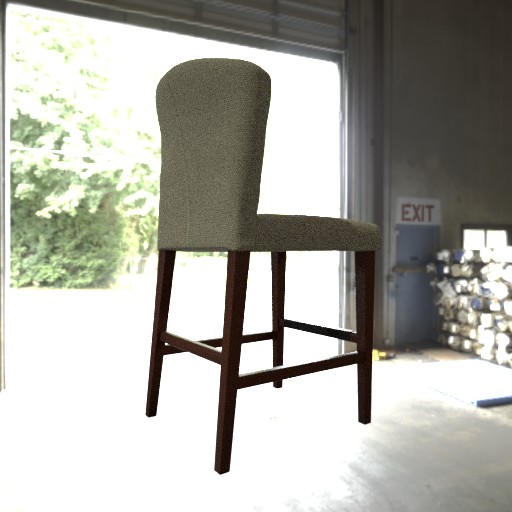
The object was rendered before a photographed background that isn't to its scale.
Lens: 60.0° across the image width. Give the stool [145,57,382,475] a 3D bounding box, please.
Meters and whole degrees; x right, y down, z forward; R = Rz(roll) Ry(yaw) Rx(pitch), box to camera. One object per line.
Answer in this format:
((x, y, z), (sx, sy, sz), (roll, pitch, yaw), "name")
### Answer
((0.000, 0.000, 1.307), (0.568, 0.969, 0.481), (0, 1, -36), "stool")
